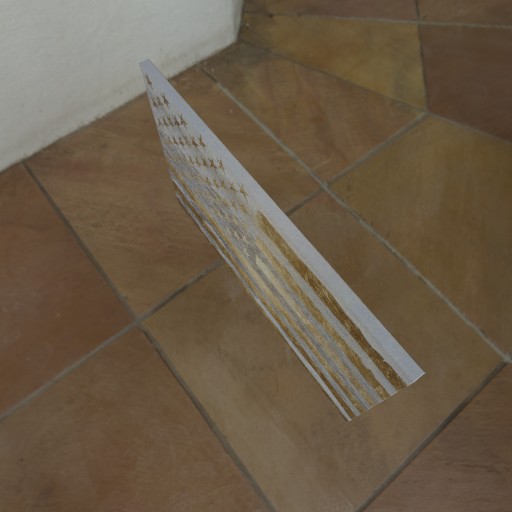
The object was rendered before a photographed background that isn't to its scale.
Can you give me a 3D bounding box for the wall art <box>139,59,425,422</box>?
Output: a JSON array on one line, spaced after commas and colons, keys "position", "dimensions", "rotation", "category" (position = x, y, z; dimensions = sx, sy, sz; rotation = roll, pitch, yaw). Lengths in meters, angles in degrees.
[{"position": [0.000, 0.000, 1.181], "dimensions": [0.027, 0.610, 0.932], "rotation": [-33, 68, -15], "category": "wall art"}]
